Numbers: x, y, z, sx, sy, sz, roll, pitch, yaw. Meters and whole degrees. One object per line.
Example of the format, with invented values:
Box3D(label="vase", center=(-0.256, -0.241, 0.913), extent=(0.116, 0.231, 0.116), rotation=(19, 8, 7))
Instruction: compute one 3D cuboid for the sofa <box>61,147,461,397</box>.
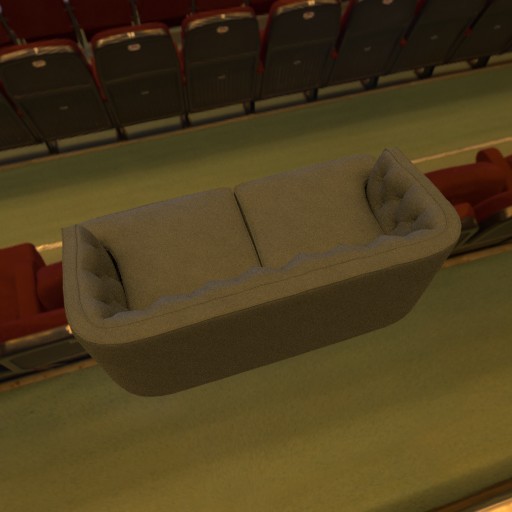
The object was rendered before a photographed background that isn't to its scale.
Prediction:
Box3D(label="sofa", center=(0.000, 0.000, 2.256), extent=(1.733, 0.855, 0.941), rotation=(-15, 59, -9))
